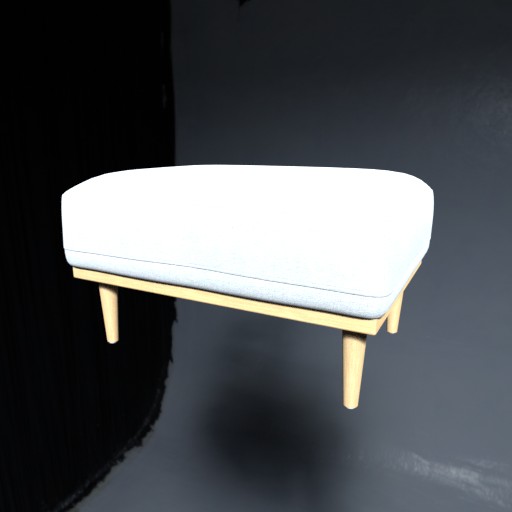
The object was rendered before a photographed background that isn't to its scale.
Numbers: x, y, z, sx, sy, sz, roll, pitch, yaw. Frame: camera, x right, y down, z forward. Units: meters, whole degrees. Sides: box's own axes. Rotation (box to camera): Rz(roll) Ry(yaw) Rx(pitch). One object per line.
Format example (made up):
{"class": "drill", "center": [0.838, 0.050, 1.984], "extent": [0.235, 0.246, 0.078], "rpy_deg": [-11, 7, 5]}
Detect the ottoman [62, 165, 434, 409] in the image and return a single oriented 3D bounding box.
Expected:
{"class": "ottoman", "center": [0.000, 0.000, 1.091], "extent": [0.749, 0.428, 0.549], "rpy_deg": [7, 16, 27]}
